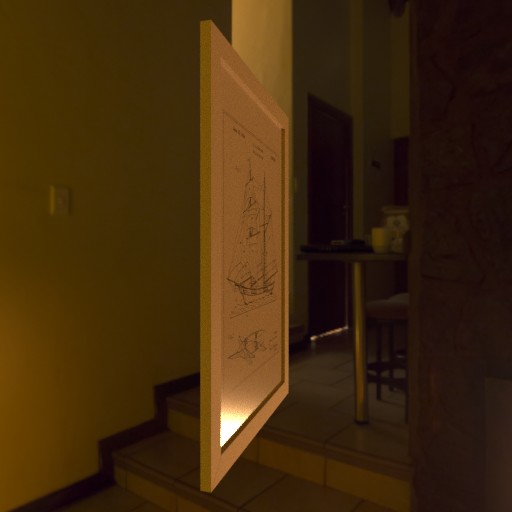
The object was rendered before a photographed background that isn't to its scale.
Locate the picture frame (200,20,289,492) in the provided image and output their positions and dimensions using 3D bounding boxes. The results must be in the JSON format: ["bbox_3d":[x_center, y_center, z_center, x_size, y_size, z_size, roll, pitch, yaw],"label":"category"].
[{"bbox_3d":[0.000,0.000,0.587,0.011,0.459,0.326,0,0,17],"label":"picture frame"}]
